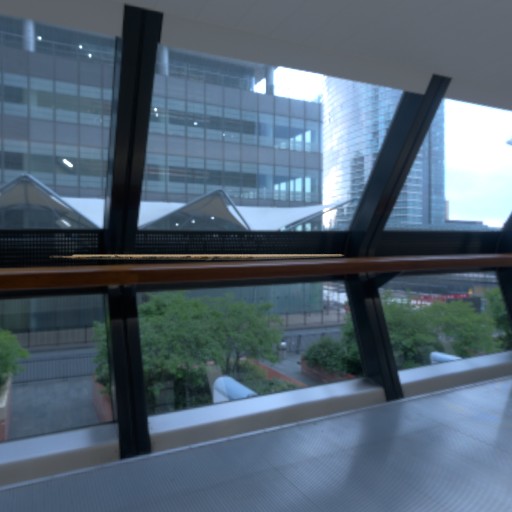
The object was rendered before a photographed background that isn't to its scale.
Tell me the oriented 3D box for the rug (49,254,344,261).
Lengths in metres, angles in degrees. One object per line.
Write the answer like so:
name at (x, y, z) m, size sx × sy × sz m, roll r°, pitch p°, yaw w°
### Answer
rug at (0.000, 0.000, 2.589) m, size 0.729 × 0.021 × 2.438 m, roll 0°, pitch 0°, yaw 18°
